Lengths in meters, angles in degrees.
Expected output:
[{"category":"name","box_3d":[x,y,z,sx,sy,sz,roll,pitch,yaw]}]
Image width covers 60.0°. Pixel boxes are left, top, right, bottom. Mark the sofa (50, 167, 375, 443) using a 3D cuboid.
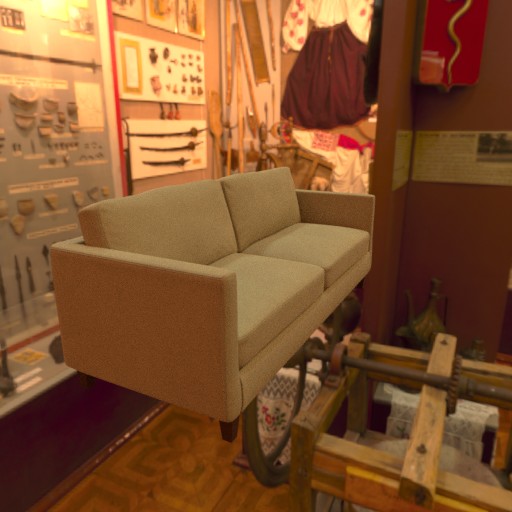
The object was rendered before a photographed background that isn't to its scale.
[{"category":"sofa","box_3d":[0.000,0.000,2.710,0.948,0.932,2.181,8,18,27]}]
